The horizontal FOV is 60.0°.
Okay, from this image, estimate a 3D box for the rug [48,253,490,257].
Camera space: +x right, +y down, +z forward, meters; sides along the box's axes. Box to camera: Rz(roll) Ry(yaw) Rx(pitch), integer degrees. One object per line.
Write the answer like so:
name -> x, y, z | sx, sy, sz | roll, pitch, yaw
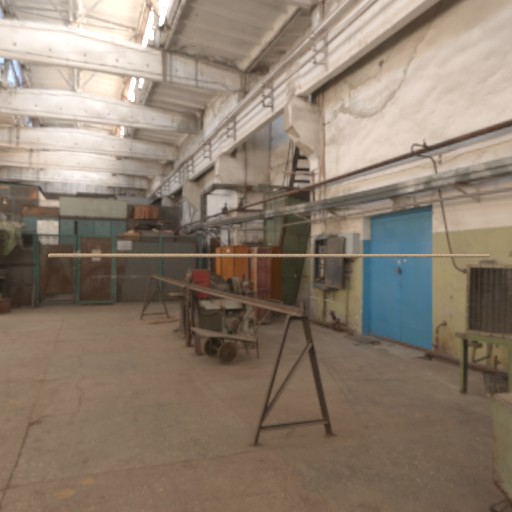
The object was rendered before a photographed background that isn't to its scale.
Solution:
rug -> 0.000, 0.000, 2.298 | 1.848, 0.014, 1.238 | 0, 0, -18
